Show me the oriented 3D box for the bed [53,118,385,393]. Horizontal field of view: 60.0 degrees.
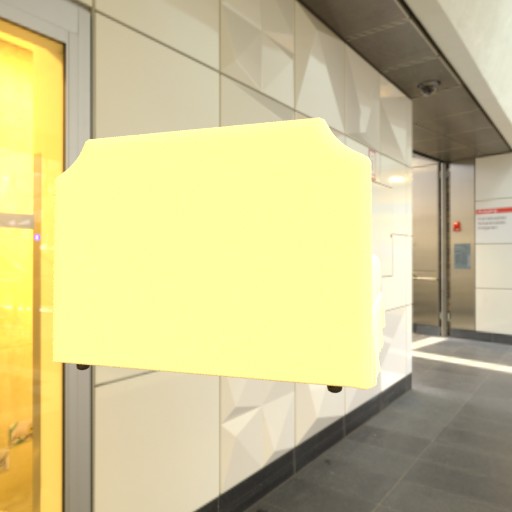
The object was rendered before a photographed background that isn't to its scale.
[{"bbox_3d":[0.000,0.000,3.853,2.134,1.524,2.548,0,0,17],"label":"bed"}]
